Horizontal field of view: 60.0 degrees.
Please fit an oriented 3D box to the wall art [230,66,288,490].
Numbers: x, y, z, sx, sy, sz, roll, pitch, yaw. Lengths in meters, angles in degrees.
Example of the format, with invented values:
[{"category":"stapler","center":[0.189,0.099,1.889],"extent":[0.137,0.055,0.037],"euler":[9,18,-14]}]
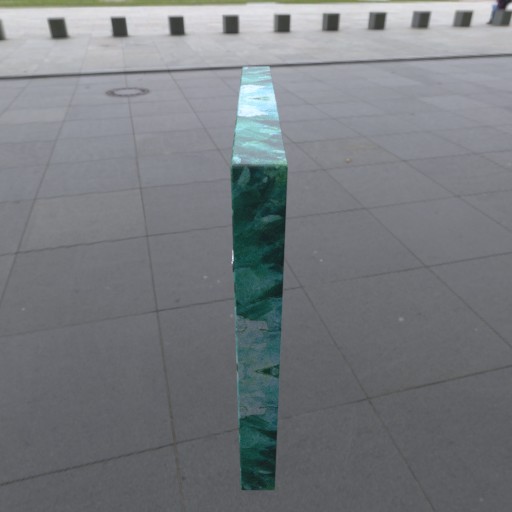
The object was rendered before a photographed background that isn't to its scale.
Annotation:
[{"category":"wall art","center":[0.000,0.000,0.455],"extent":[0.033,0.313,0.313],"euler":[0,32,0]}]
